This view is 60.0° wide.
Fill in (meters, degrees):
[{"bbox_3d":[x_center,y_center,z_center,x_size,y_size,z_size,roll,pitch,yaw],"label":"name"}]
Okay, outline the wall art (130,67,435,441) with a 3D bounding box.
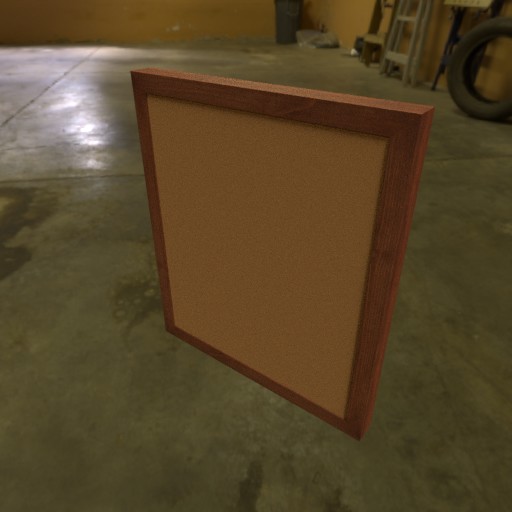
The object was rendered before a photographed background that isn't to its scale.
[{"bbox_3d":[0.000,0.000,0.522,0.330,0.381,0.030,21,37,31],"label":"wall art"}]
